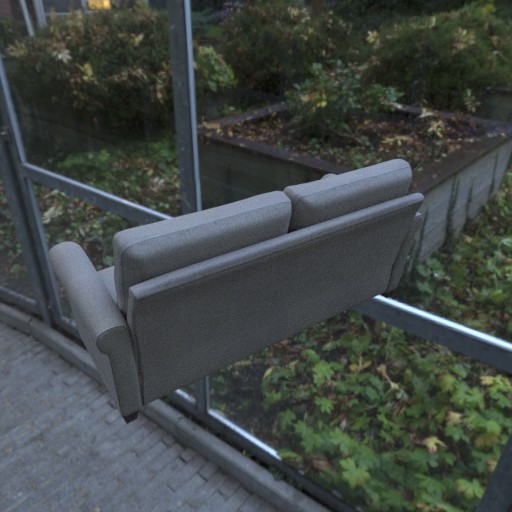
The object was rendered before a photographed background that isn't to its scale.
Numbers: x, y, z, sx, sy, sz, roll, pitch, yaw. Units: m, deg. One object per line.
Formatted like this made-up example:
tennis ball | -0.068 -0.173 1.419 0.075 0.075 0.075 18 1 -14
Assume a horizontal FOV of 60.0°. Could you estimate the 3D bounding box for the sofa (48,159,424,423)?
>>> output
sofa | 0.000 0.000 2.429 1.935 0.942 0.842 -19 35 -29
